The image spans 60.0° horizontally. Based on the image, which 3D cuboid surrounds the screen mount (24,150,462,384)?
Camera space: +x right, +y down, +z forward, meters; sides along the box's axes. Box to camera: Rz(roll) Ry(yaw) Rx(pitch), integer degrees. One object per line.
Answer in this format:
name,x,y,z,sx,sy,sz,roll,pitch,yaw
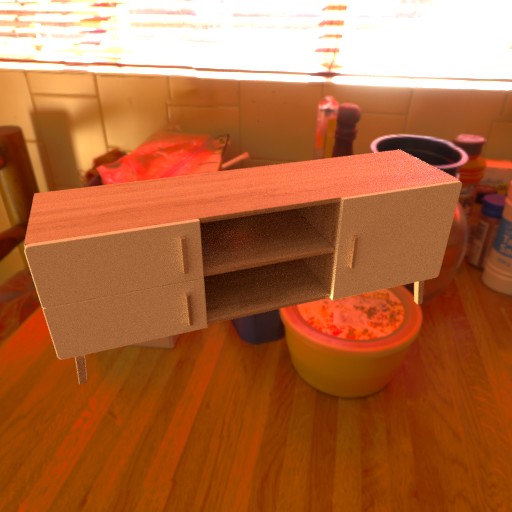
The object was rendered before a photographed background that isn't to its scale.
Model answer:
screen mount,0.000,0.000,1.742,1.500,0.570,0.420,-10,33,-16
